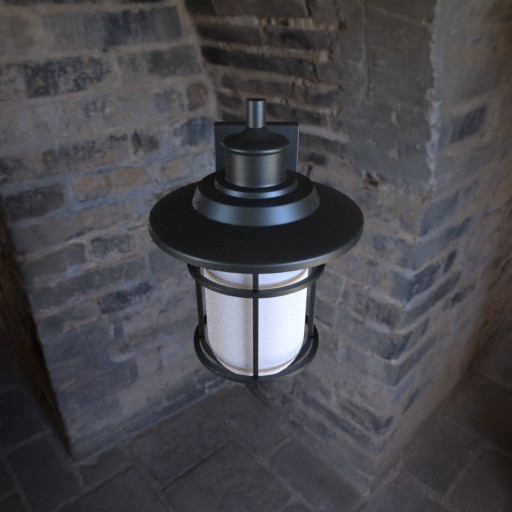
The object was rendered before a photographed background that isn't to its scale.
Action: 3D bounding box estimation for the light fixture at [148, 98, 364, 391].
[{"bbox_3d":[0.000,0.000,0.505,0.222,0.345,0.252,0,29,0],"label":"light fixture"}]
